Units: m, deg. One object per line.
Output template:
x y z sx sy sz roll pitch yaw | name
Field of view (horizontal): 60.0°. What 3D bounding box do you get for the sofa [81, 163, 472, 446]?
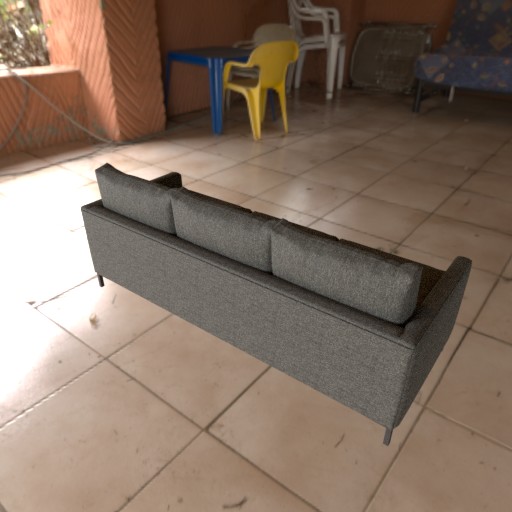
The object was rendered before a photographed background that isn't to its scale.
0.000 0.000 2.693 2.253 0.879 0.876 21 36 31 | sofa
